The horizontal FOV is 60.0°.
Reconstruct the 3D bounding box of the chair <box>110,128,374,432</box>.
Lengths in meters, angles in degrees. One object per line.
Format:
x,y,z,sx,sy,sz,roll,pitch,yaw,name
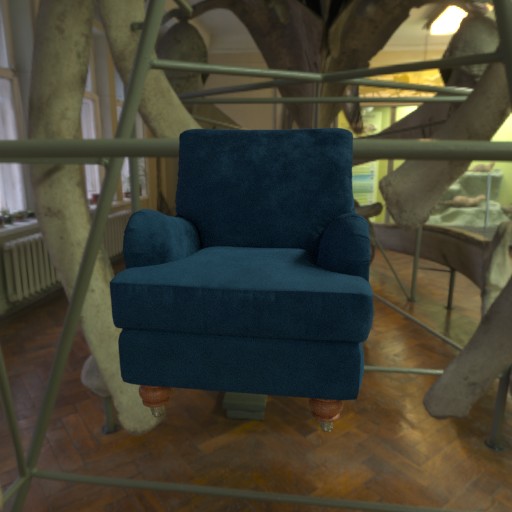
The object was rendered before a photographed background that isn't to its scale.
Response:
0.000,0.000,1.902,0.895,1.076,1.078,2,14,8,chair
